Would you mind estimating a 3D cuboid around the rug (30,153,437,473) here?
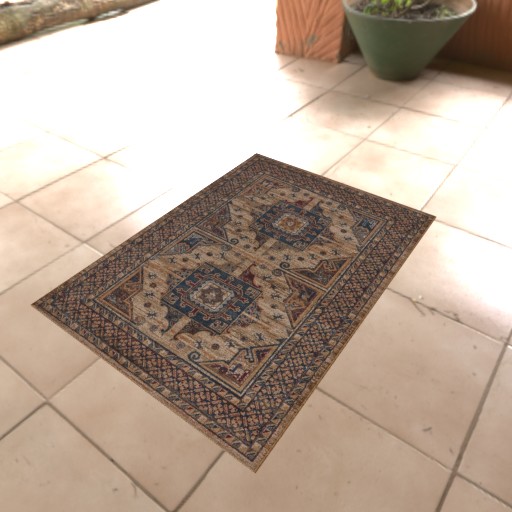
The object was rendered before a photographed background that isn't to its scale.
[{"bbox_3d":[0.000,0.000,2.882,1.611,0.008,2.227,26,48,26],"label":"rug"}]
